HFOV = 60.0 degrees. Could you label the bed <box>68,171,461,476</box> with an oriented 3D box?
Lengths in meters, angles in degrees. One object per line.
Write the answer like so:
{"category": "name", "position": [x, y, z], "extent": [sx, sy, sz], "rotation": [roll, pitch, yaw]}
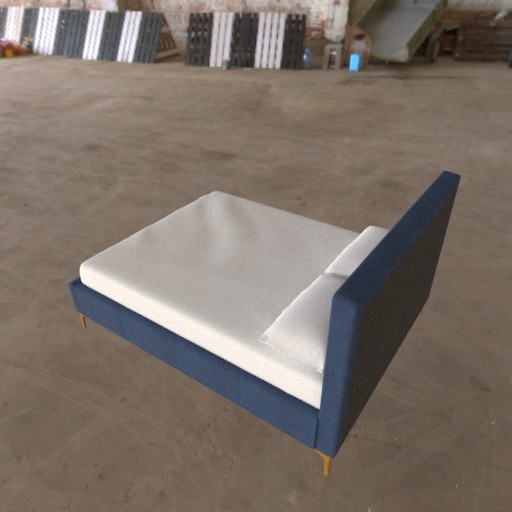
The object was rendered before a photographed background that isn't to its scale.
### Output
{"category": "bed", "position": [0.000, 0.000, 3.214], "extent": [2.172, 1.231, 1.723], "rotation": [21, 38, 29]}
